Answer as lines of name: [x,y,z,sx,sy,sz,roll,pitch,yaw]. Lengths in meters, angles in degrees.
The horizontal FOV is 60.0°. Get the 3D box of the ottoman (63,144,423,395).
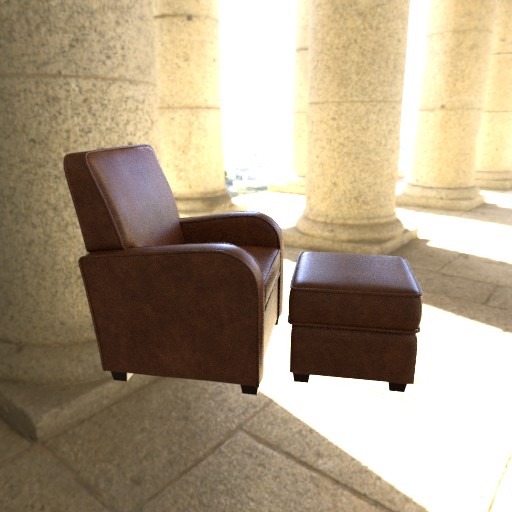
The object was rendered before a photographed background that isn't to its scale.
ottoman: [0.000,0.000,1.888,1.314,0.904,0.732,3,17,10]
